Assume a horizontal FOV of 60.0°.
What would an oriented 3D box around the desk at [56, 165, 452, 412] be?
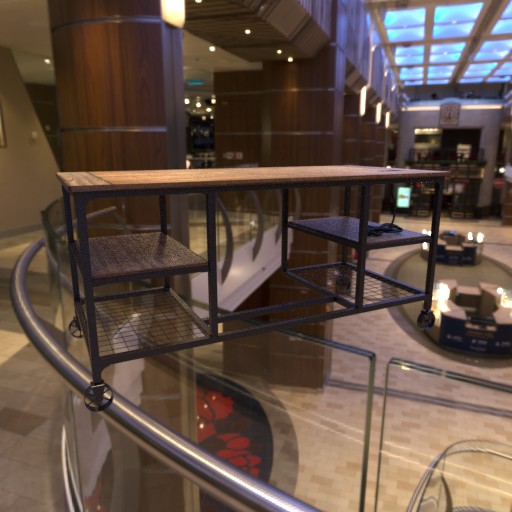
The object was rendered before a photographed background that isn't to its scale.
[{"bbox_3d":[0.000,0.000,2.007,1.590,0.751,0.711,-7,16,-25],"label":"desk"}]
